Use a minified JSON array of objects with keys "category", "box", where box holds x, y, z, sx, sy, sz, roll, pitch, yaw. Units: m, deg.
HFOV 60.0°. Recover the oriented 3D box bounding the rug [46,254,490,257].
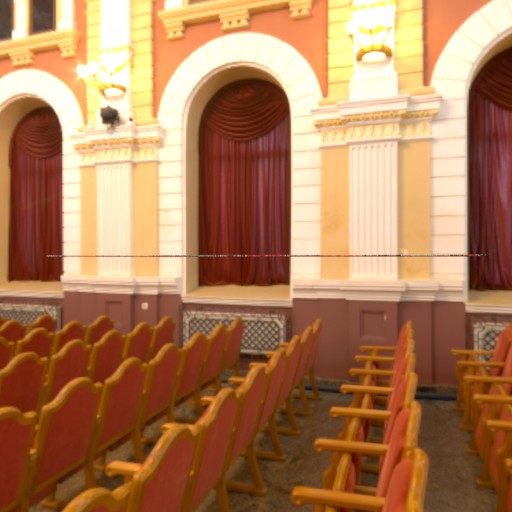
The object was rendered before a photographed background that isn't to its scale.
[{"category":"rug","box":[0.000,0.000,2.629,2.362,0.008,0.832,0,0,19]}]
